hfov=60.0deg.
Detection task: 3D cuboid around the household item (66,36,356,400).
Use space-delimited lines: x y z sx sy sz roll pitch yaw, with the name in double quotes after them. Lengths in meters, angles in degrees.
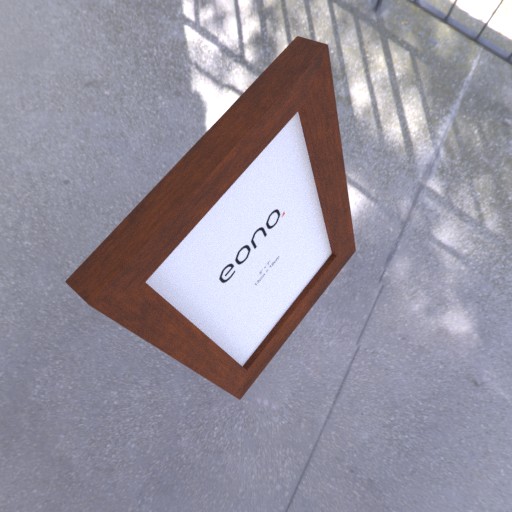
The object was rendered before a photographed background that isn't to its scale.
0.000 0.000 0.287 0.096 0.204 0.160 38 78 10 "household item"
